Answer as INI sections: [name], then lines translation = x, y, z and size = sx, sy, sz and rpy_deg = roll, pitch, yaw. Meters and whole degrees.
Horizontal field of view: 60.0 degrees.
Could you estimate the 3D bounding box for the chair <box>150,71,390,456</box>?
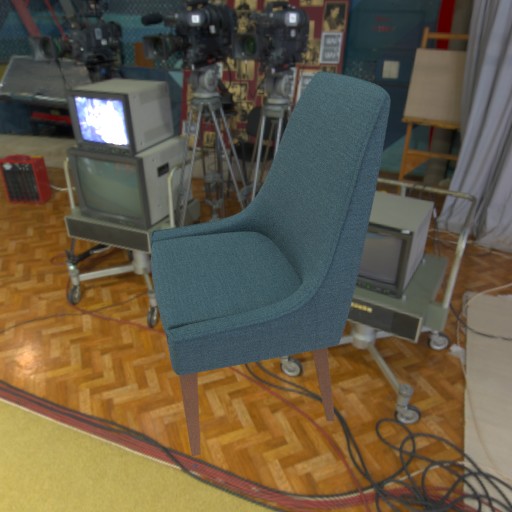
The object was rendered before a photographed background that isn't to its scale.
[chair]
translation = 0.000, 0.000, 1.176
size = 0.544, 0.861, 0.529
rpy_deg = -8, 30, -14
